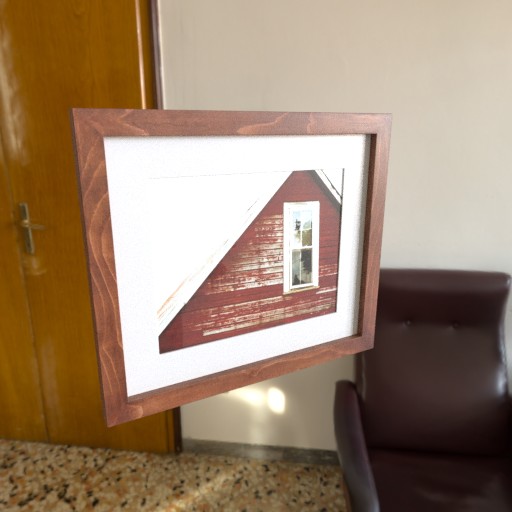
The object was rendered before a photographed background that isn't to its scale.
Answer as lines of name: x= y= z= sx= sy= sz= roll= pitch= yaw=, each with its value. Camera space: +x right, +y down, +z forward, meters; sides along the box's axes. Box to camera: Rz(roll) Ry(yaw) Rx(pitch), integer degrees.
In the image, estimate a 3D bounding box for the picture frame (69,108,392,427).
picture frame: x=0.000 y=0.000 z=0.533 sx=0.381 sy=0.330 sz=0.025 roll=-9 pitch=18 yaw=-27
